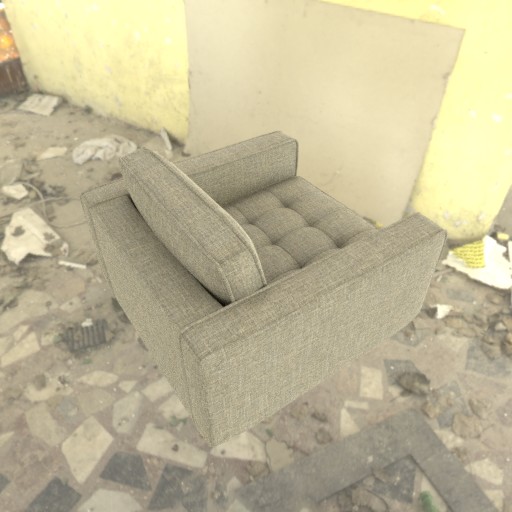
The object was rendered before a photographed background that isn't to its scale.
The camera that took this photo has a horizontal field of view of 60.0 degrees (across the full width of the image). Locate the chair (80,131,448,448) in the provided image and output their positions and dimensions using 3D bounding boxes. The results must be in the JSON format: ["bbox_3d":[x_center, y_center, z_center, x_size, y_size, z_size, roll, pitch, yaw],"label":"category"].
[{"bbox_3d":[0.000,0.000,1.592,0.914,0.765,0.889,-24,46,-26],"label":"chair"}]
